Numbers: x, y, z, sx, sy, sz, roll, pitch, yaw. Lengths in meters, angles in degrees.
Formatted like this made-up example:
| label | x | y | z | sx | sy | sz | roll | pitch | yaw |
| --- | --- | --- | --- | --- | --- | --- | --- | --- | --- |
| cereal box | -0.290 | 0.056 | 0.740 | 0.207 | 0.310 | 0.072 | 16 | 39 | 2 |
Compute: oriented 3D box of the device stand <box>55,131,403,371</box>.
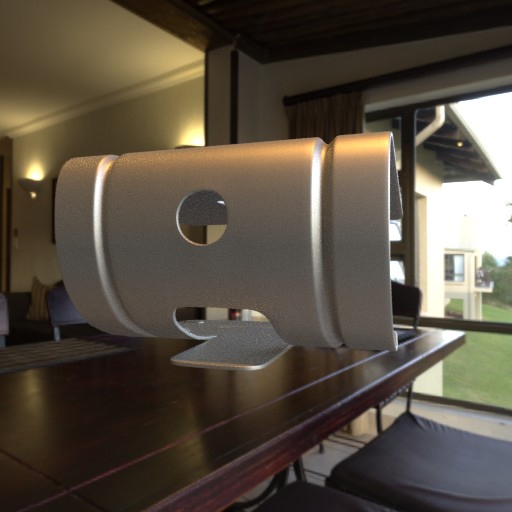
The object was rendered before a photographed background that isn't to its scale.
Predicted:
| label | x | y | z | sx | sy | sz | roll | pitch | yaw |
| --- | --- | --- | --- | --- | --- | --- | --- | --- | --- |
| device stand | 0.000 | 0.000 | 0.401 | 0.256 | 0.155 | 0.236 | 0 | -1 | 17 |
